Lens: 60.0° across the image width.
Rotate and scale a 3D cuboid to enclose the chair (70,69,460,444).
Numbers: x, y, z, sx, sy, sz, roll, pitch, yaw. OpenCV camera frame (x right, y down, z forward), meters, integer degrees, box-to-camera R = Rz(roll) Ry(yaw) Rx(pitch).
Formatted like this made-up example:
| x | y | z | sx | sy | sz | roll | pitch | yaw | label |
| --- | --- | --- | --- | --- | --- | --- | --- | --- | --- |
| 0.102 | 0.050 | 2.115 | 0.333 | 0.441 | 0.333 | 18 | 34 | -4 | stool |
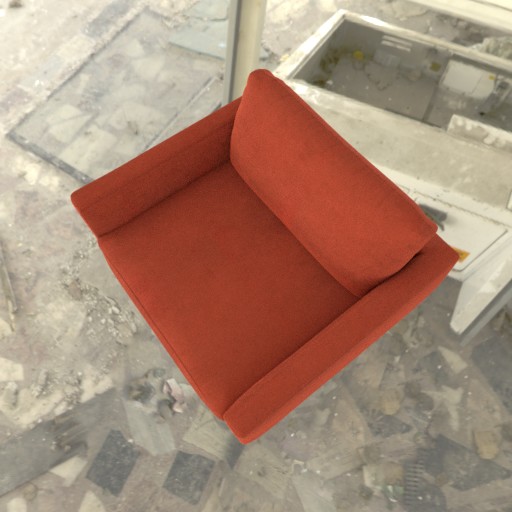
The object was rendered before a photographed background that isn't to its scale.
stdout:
| x | y | z | sx | sy | sz | roll | pitch | yaw | label |
| --- | --- | --- | --- | --- | --- | --- | --- | --- | --- |
| 0.000 | 0.000 | 1.581 | 0.875 | 0.812 | 0.964 | -35 | 70 | -15 | chair |
